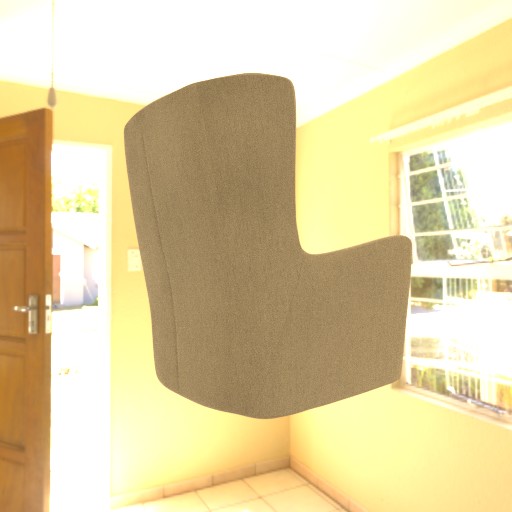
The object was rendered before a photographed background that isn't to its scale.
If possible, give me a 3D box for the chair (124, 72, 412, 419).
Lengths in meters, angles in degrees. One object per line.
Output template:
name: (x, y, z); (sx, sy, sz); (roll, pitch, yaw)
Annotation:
chair: (0.000, 0.000, 1.651); (0.904, 1.000, 0.779); (1, -1, -37)
